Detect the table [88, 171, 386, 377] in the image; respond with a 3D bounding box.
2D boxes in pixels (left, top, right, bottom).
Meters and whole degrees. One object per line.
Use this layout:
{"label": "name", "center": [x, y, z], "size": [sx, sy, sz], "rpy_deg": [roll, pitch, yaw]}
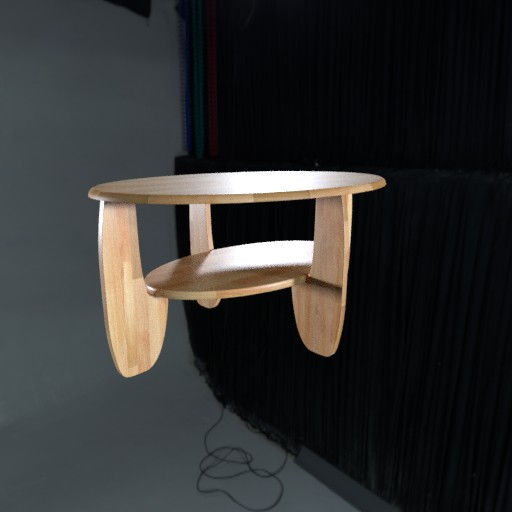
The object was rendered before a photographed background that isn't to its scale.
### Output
{"label": "table", "center": [0.000, 0.000, 1.435], "size": [1.040, 0.490, 0.690], "rpy_deg": [-13, 19, -42]}
